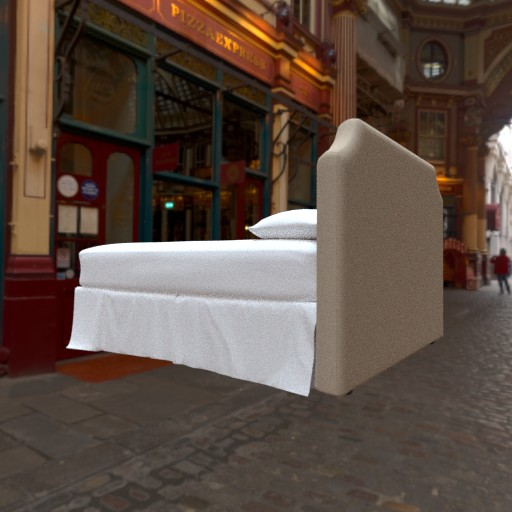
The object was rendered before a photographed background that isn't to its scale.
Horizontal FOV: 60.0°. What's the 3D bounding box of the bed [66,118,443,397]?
[{"bbox_3d":[0.000,0.000,3.261,2.204,1.301,1.828,0,0,36],"label":"bed"}]
